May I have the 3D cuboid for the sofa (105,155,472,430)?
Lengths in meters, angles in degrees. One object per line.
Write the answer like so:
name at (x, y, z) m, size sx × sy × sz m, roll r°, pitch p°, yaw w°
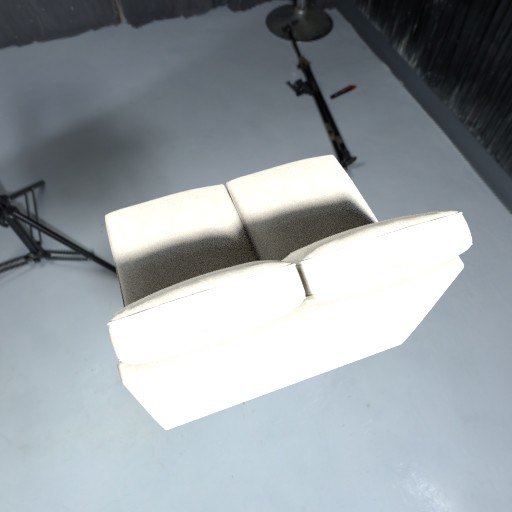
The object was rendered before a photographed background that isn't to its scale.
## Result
sofa at (0.000, 0.000, 1.974) m, size 1.232 × 1.006 × 0.978 m, roll -17°, pitch 59°, yaw -10°
